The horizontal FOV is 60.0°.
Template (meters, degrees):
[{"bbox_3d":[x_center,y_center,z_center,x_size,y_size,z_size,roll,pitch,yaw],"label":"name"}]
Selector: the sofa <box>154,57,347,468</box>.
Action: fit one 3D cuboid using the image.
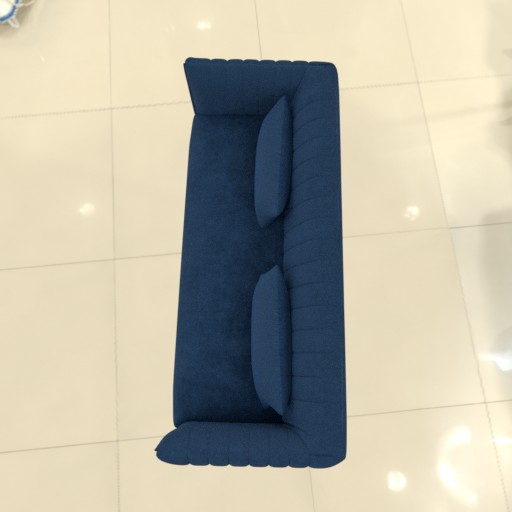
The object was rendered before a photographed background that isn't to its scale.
[{"bbox_3d":[0.000,0.000,2.548,0.896,0.793,2.136,1,76,0],"label":"sofa"}]
